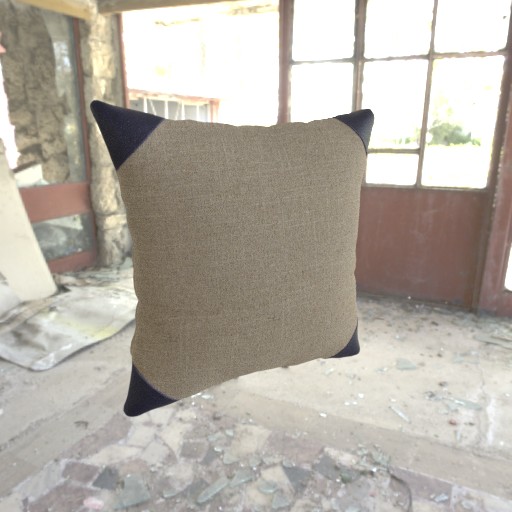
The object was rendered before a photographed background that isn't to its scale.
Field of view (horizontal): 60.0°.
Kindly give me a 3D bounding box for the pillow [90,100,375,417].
[{"bbox_3d":[0.000,0.000,0.680,0.440,0.441,0.147,-8,18,-27],"label":"pillow"}]
